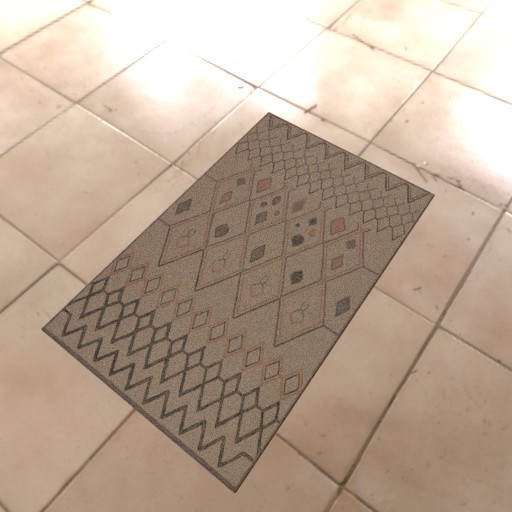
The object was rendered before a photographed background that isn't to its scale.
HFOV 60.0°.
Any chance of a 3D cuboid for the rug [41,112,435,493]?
[{"bbox_3d":[0.000,0.000,3.026,1.524,0.015,2.438,32,64,18],"label":"rug"}]
